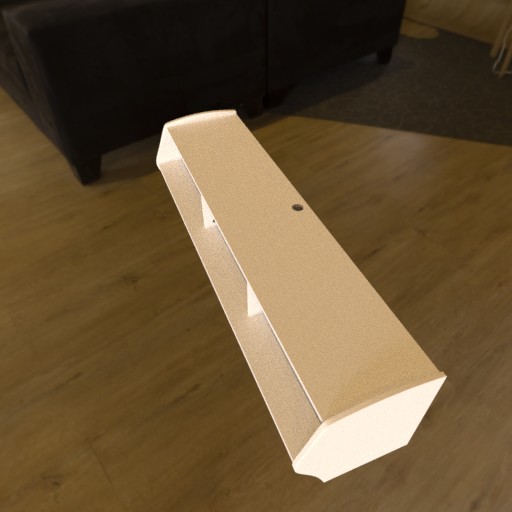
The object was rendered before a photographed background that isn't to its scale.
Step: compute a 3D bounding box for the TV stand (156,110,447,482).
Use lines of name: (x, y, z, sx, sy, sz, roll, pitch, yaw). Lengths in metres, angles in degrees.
TV stand: (0.000, 0.000, 1.638, 0.397, 0.424, 1.473, -16, 47, -16)
